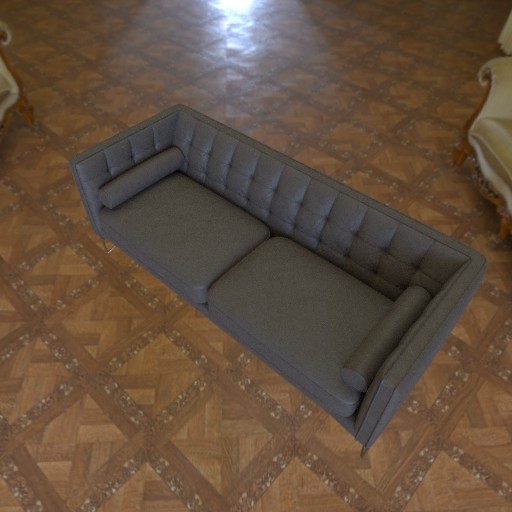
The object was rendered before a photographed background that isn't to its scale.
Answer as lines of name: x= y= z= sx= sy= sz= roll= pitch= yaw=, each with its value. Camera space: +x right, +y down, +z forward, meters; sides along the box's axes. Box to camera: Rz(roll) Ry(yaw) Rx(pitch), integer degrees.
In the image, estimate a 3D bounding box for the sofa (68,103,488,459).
sofa: x=0.000 y=0.000 z=2.482 sx=2.087 sy=0.789 sz=0.867 roll=33 pitch=56 yaw=27
